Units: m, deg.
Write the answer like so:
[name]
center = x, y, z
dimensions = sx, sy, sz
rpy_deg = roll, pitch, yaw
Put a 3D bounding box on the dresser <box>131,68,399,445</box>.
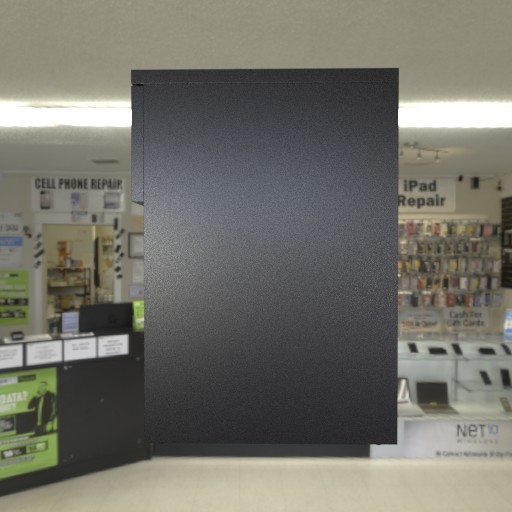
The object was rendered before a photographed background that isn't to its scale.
[dresser]
center = 0.000, 0.000, 0.753
dimensions = 0.360, 0.470, 0.400
rpy_deg = 0, 1, 1
